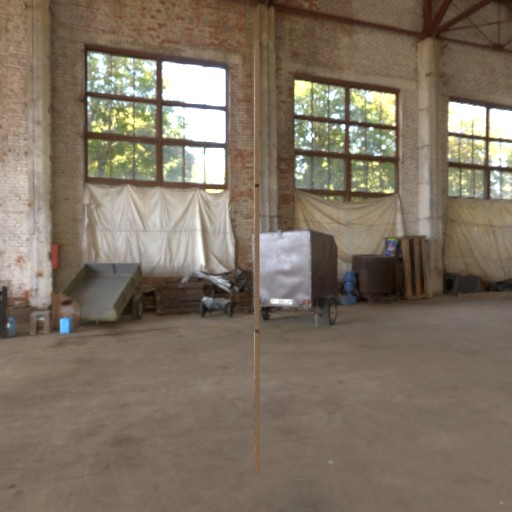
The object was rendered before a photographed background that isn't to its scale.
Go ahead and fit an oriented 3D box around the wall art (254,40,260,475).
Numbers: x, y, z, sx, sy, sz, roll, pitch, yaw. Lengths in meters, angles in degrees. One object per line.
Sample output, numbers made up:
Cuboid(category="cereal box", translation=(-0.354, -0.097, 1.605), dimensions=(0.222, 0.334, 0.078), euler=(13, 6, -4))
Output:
Cuboid(category="wall art", translation=(0.000, 0.000, 1.844), dimensions=(0.013, 1.216, 1.216), euler=(0, 1, 0))
